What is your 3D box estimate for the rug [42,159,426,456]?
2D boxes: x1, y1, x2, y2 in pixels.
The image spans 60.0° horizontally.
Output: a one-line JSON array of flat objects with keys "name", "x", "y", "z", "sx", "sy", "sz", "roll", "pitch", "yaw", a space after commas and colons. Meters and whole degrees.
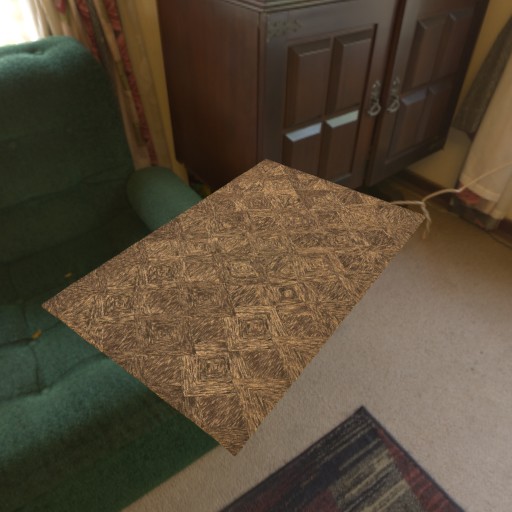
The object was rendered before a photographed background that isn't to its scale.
[{"name": "rug", "x": 0.000, "y": 0.000, "z": 2.360, "sx": 1.189, "sy": 0.011, "sz": 1.808, "roll": 26, "pitch": 47, "yaw": 27}]
